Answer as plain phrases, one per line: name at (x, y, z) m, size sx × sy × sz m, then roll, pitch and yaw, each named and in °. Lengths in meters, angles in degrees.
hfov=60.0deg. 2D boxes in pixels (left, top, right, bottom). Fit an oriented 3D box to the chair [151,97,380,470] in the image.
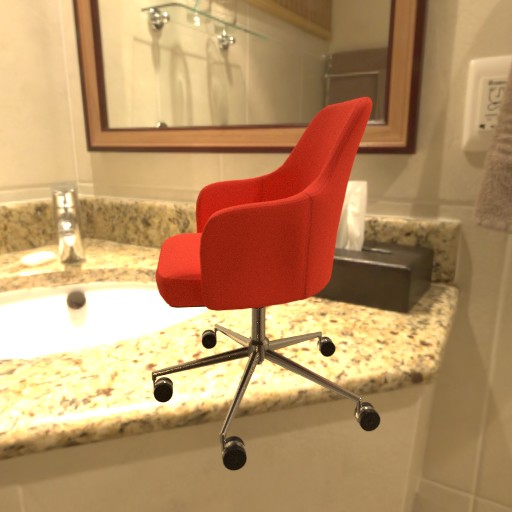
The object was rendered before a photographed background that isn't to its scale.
chair at (0.000, 0.000, 1.218) m, size 0.600 × 0.820 × 0.655 m, roll -2°, pitch 15°, yaw -8°
